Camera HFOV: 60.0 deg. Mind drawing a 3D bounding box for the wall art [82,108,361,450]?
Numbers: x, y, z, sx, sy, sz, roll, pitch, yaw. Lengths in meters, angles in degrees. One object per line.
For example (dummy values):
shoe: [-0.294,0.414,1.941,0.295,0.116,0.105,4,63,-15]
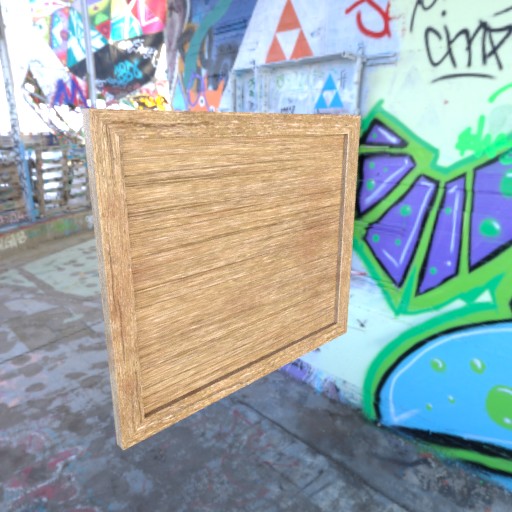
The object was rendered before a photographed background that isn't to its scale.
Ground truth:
wall art: [0.000,0.000,0.957,0.690,0.588,0.026,-15,22,-42]
